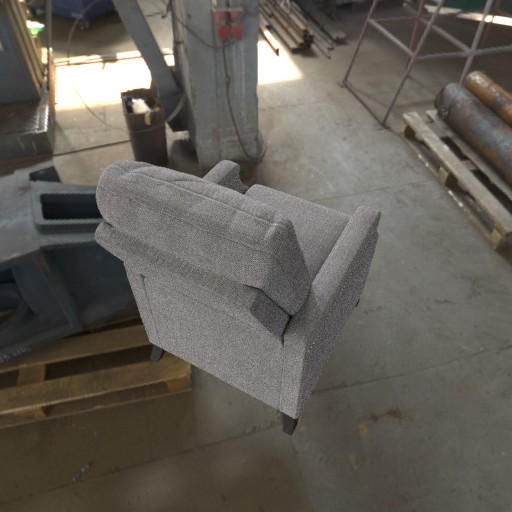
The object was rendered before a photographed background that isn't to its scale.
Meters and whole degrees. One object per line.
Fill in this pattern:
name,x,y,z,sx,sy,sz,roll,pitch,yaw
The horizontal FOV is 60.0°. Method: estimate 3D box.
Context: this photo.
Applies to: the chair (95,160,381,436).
chair,0.000,0.000,1.644,0.710,1.049,0.922,22,50,20
